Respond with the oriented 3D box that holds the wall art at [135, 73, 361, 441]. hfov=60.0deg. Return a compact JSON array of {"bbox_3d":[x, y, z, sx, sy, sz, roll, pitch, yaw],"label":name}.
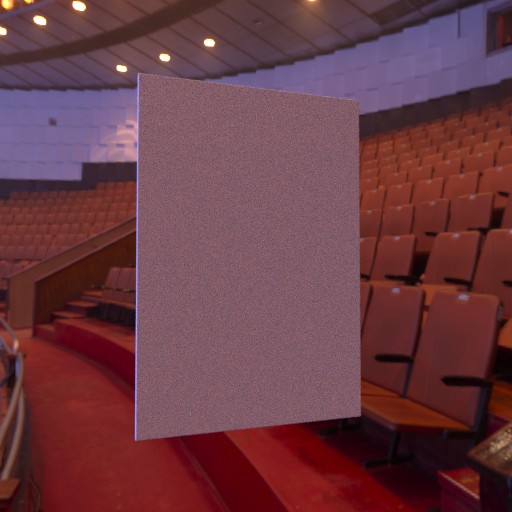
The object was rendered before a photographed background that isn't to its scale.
[{"bbox_3d":[0.000,0.000,0.632,0.329,0.482,0.011,0,-2,-17],"label":"wall art"}]
